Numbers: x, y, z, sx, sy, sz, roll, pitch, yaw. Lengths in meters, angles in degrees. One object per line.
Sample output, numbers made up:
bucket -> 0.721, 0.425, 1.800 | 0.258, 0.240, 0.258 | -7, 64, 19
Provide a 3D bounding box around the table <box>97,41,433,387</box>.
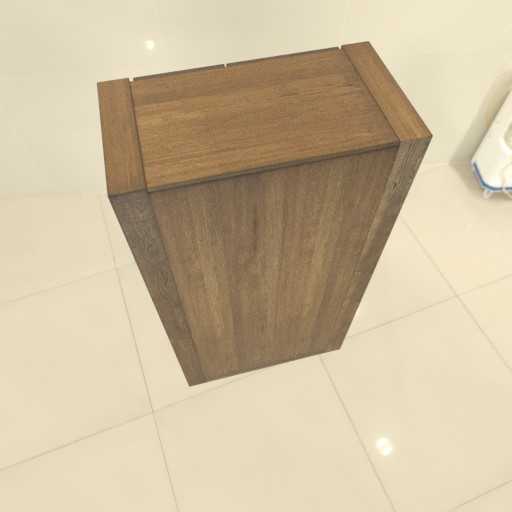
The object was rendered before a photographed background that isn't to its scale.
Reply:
table -> 0.000, 0.000, 2.441 | 1.100, 2.000, 0.600 | -12, 58, -8
